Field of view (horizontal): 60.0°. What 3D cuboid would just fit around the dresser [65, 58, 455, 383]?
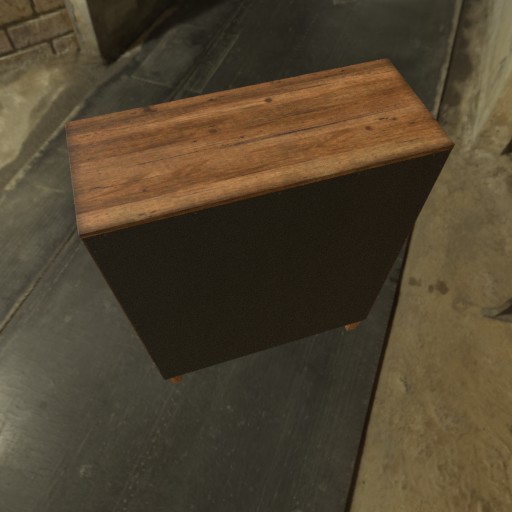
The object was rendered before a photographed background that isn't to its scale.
[{"bbox_3d":[0.000,0.000,1.879,1.067,1.359,0.438,-15,59,-9],"label":"dresser"}]
